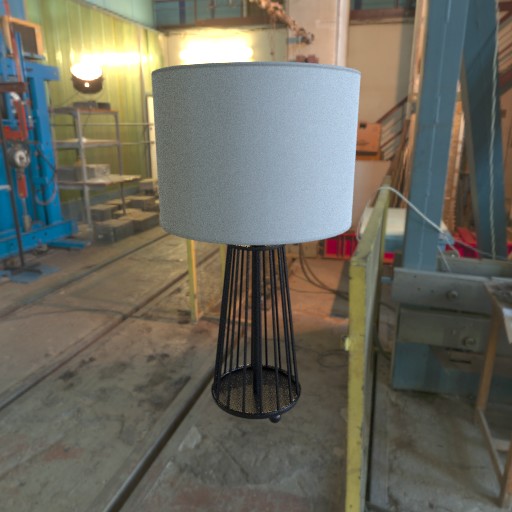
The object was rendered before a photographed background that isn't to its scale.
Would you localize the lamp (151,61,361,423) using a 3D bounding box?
[{"bbox_3d":[0.000,0.000,0.782,0.322,0.593,0.322,-9,19,-28],"label":"lamp"}]
